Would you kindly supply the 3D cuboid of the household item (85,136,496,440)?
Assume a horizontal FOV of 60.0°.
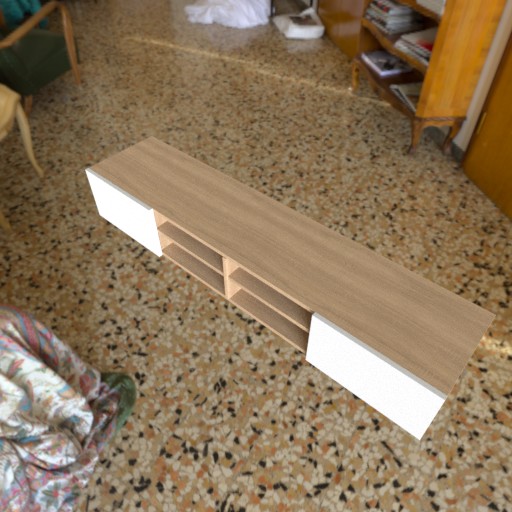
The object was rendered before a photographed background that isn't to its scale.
[{"bbox_3d":[0.000,0.000,1.971,1.850,0.310,0.420,31,53,27],"label":"household item"}]
